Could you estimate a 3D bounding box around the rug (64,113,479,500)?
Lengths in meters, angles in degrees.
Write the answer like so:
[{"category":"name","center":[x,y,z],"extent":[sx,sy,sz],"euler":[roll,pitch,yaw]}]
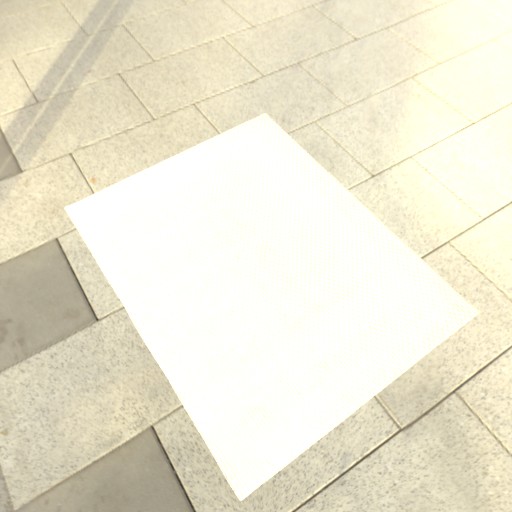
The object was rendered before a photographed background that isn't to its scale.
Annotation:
[{"category":"rug","center":[0.000,0.000,3.781],"extent":[2.277,0.035,2.897],"euler":[-31,62,-18]}]
